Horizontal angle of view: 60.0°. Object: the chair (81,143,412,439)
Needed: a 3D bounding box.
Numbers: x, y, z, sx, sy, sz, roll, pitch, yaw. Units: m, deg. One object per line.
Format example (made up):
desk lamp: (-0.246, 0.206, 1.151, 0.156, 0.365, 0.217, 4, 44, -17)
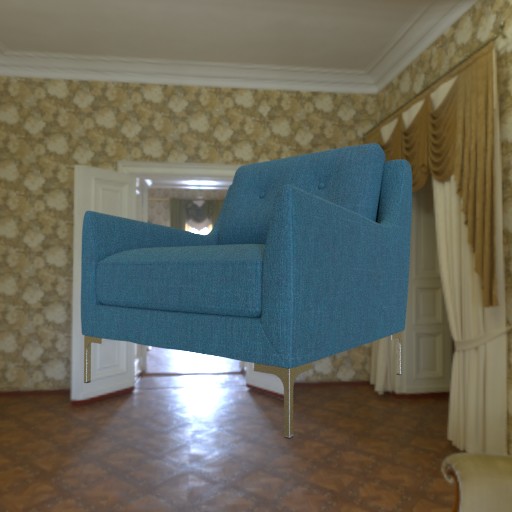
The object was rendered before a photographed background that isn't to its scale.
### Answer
chair: (0.000, 0.000, 1.539, 0.847, 0.828, 0.849, -1, -2, 37)
